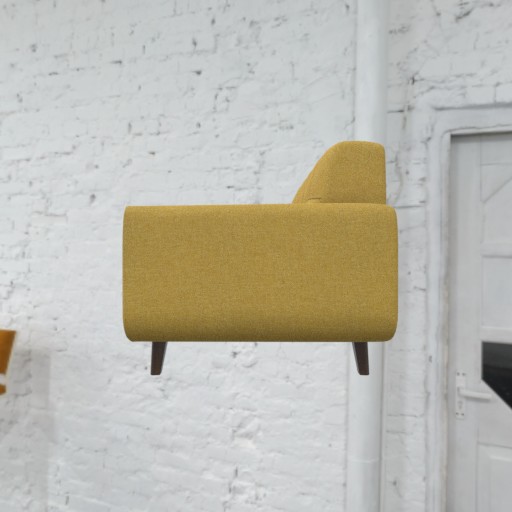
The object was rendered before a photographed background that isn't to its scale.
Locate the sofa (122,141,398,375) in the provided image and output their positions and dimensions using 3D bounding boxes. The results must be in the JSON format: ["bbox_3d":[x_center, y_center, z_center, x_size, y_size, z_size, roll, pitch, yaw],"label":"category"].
[{"bbox_3d":[0.000,0.000,2.218,0.909,0.841,1.631,0,0,0],"label":"sofa"}]
